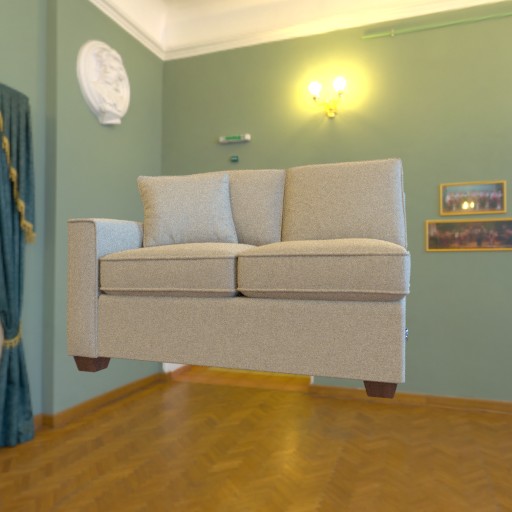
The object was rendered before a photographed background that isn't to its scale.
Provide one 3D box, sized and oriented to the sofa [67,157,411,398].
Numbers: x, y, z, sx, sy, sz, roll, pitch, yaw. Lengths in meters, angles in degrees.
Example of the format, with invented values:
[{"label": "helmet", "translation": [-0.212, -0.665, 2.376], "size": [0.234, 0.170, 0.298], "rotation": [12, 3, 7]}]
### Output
[{"label": "sofa", "translation": [0.000, 0.000, 2.102], "size": [1.388, 0.989, 0.991], "rotation": [0, -1, 18]}]
